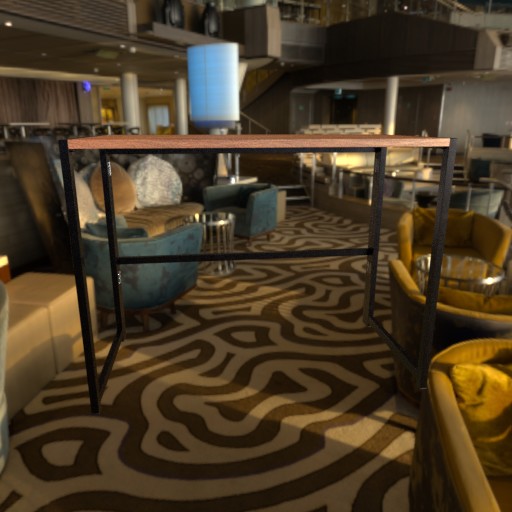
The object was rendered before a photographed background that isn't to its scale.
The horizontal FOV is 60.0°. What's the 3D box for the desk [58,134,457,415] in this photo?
[{"bbox_3d":[0.000,0.000,1.460,1.016,0.762,0.508,-2,17,-7],"label":"desk"}]
